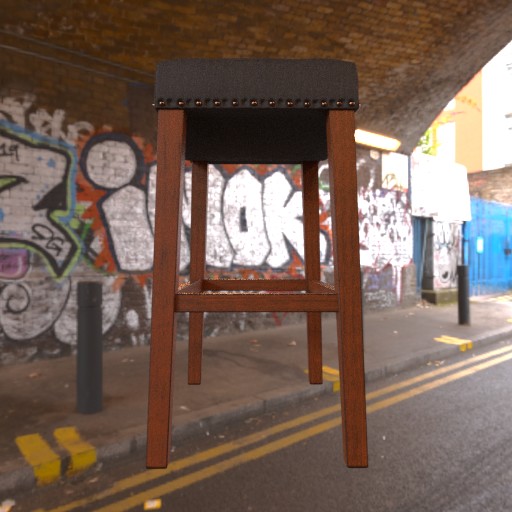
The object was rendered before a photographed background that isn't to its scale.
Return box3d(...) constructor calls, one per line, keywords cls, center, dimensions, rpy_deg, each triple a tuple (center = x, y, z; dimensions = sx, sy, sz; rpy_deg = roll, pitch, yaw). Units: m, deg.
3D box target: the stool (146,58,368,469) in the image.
box3d(cls="stool", center=(0.000, 0.000, 0.855), dimensions=(0.320, 0.612, 0.439), rpy_deg=(0, 0, 0))
